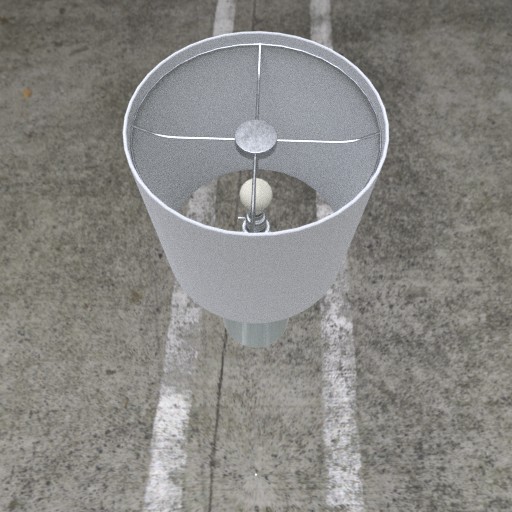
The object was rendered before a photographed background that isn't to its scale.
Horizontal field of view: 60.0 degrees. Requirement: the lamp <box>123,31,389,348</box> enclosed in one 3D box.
[{"bbox_3d":[0.000,0.000,0.576,0.212,0.493,0.212,2,64,1],"label":"lamp"}]
